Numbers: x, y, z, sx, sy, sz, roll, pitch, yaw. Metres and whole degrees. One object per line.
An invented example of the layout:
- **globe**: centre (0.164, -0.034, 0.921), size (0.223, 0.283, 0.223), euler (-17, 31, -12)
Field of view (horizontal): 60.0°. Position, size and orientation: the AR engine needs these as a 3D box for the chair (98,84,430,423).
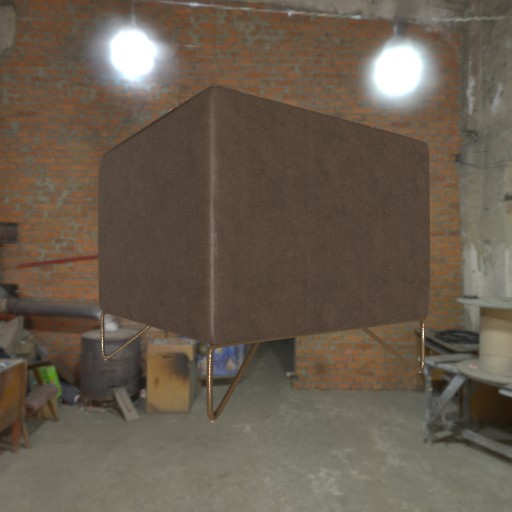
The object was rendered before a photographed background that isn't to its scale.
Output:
- **chair**: centre (0.000, 0.000, 1.607), size (0.894, 0.790, 0.880), euler (0, -1, -36)
